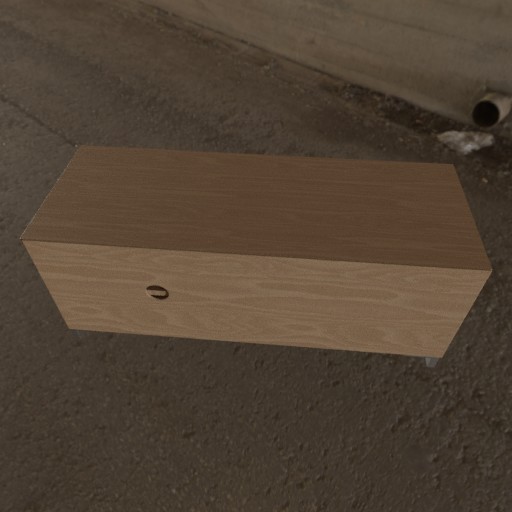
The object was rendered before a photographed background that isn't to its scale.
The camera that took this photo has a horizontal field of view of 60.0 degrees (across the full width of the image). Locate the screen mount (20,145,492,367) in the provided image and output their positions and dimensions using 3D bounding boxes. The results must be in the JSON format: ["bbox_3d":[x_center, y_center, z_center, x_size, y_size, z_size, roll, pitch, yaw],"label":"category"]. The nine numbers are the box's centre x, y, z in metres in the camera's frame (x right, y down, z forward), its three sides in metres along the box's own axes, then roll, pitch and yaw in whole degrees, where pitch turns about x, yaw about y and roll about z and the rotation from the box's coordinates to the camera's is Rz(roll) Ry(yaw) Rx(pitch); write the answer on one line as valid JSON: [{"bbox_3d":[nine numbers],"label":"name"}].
[{"bbox_3d":[0.000,0.000,1.303,1.084,0.432,0.406,4,47,4],"label":"screen mount"}]
